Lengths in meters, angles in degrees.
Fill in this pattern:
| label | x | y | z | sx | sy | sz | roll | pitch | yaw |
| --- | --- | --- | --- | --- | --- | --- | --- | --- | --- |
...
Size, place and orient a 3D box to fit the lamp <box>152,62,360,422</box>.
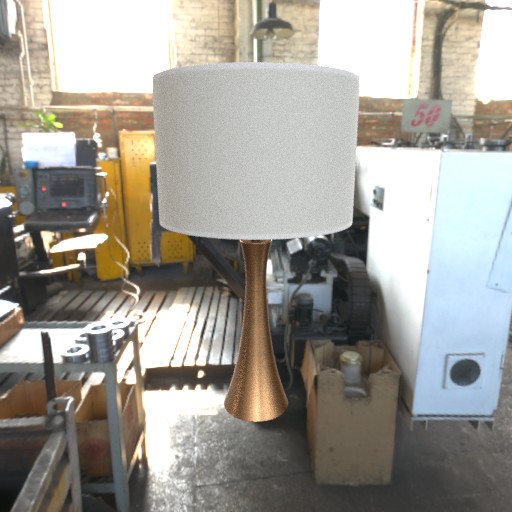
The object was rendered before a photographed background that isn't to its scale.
| label | x | y | z | sx | sy | sz | roll | pitch | yaw |
| --- | --- | --- | --- | --- | --- | --- | --- | --- | --- |
| lamp | 0.000 | 0.000 | 0.643 | 0.268 | 0.479 | 0.268 | -13 | 20 | -42 |
